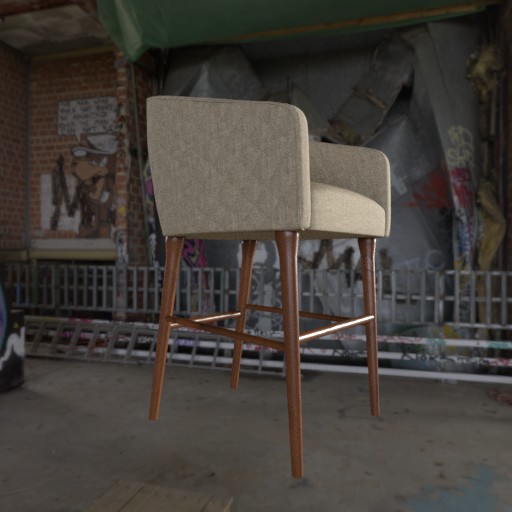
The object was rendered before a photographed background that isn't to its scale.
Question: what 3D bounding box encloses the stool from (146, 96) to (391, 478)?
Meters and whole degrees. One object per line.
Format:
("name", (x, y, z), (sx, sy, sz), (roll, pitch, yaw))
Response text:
("stool", (0.000, 0.000, 1.305), (0.635, 0.952, 0.559), (0, 0, 36))
